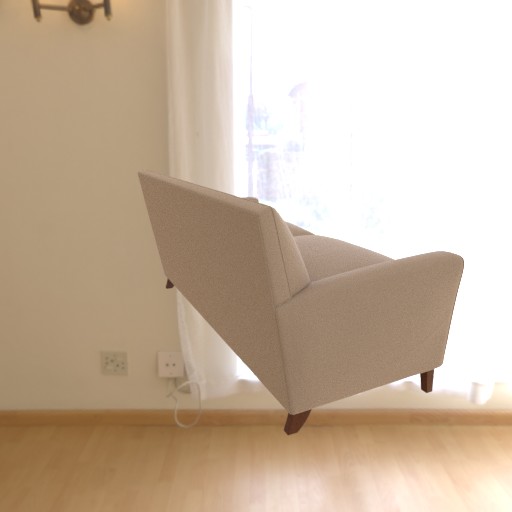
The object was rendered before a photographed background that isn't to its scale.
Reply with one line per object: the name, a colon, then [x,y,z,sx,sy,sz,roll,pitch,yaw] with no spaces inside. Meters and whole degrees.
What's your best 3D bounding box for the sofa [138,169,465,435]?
sofa: [0.000,0.000,2.427,0.875,0.846,2.000,-7,16,-24]
